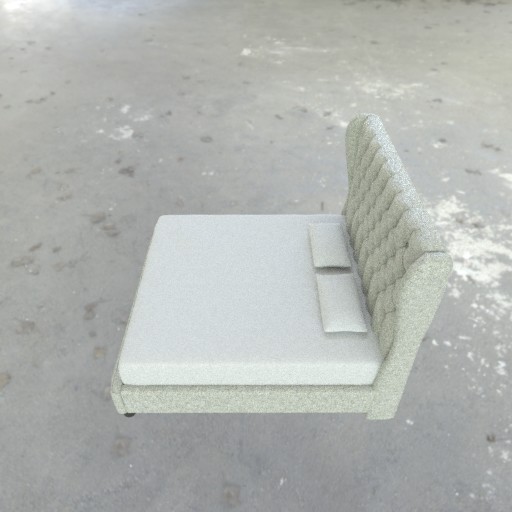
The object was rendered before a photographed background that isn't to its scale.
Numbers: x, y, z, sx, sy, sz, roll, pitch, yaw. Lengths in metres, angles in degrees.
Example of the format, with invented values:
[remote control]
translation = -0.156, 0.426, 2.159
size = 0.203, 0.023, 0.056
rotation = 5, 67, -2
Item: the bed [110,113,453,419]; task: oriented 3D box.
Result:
[bed]
translation = 0.000, 0.000, 3.964
size = 2.347, 1.771, 2.219
rotation = 0, 41, 0
